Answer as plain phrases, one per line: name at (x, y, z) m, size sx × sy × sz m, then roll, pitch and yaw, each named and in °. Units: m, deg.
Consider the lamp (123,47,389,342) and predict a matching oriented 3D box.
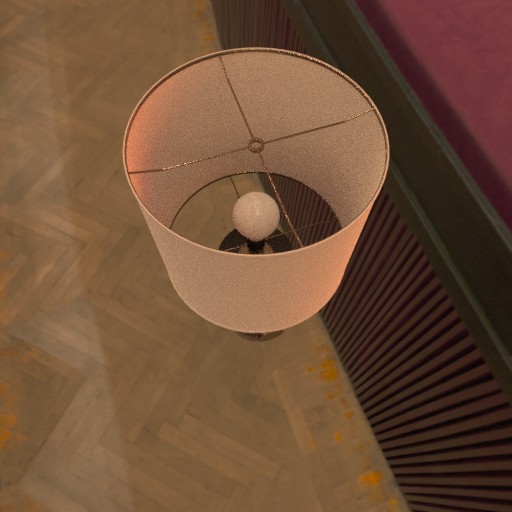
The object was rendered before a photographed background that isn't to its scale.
lamp at (0.000, 0.000, 0.619) m, size 0.241 × 0.482 × 0.240 m, roll -17°, pitch 65°, yaw -8°
